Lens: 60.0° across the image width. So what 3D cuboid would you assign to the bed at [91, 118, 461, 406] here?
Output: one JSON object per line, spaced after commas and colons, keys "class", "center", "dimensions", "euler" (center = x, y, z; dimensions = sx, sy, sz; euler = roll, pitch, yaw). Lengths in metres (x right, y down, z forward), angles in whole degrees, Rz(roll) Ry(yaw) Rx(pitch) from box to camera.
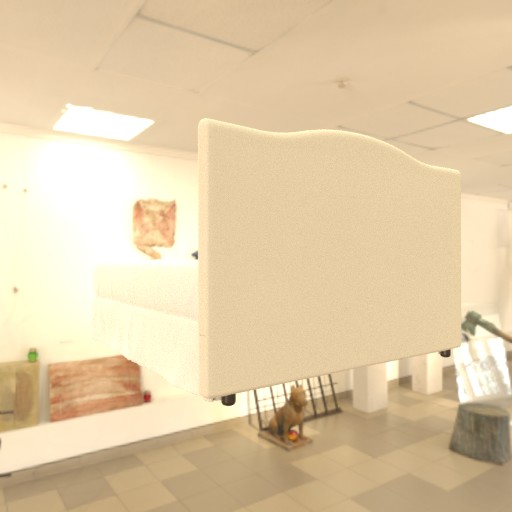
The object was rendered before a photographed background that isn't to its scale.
{"class": "bed", "center": [0.000, 0.000, 3.453], "dimensions": [2.083, 1.421, 2.182], "euler": [0, 0, -35]}
